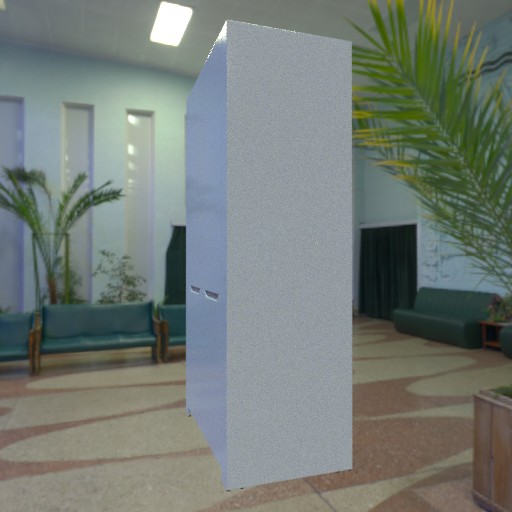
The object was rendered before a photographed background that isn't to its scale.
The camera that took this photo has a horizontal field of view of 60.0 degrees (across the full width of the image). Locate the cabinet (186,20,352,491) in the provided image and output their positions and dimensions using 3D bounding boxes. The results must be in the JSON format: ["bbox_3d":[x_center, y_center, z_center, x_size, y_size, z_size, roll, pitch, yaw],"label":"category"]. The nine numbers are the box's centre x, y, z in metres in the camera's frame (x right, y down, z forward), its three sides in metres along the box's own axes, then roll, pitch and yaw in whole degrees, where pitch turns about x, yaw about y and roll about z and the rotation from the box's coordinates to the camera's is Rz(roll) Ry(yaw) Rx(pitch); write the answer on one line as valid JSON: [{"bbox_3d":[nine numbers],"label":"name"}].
[{"bbox_3d":[0.000,0.000,2.356,0.580,1.920,0.980,0,0,-19],"label":"cabinet"}]
